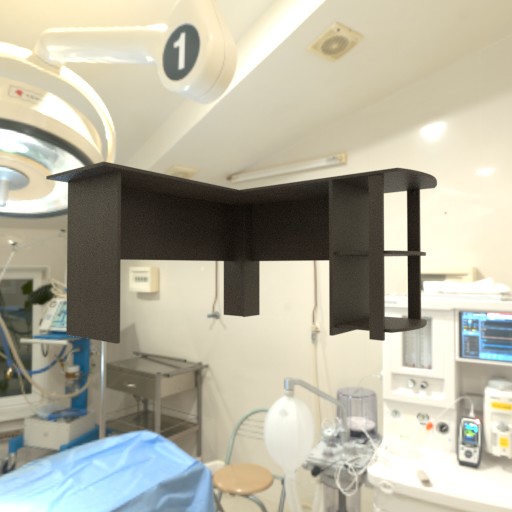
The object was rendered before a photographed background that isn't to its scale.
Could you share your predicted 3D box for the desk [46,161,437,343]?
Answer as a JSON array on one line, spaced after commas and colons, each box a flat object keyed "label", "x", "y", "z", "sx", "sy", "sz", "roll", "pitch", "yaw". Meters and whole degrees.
[{"label": "desk", "x": 0.000, "y": 0.000, "z": 2.065, "sx": 1.361, "sy": 0.716, "sz": 1.303, "roll": -1, "pitch": -2, "yaw": 38}]
